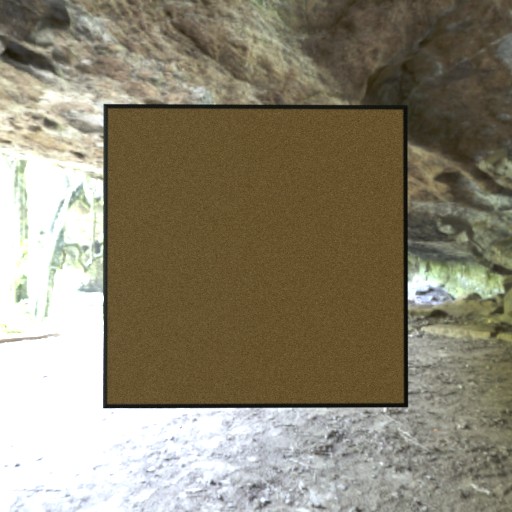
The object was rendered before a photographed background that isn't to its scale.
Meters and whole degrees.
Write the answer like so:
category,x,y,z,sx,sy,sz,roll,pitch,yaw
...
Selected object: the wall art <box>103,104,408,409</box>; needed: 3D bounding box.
category,x,y,z,sx,sy,sz,roll,pitch,yaw
wall art,0.000,0.000,0.759,0.513,0.511,0.028,0,0,-1
